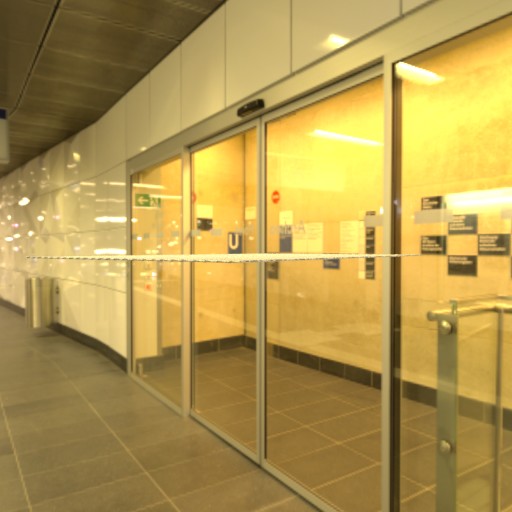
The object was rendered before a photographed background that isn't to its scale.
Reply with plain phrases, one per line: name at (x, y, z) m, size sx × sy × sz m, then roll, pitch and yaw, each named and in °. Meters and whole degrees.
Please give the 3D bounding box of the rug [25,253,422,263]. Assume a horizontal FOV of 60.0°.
rug at (0.000, 0.000, 3.053) m, size 1.539 × 0.011 × 2.410 m, roll 1°, pitch 1°, yaw 37°
